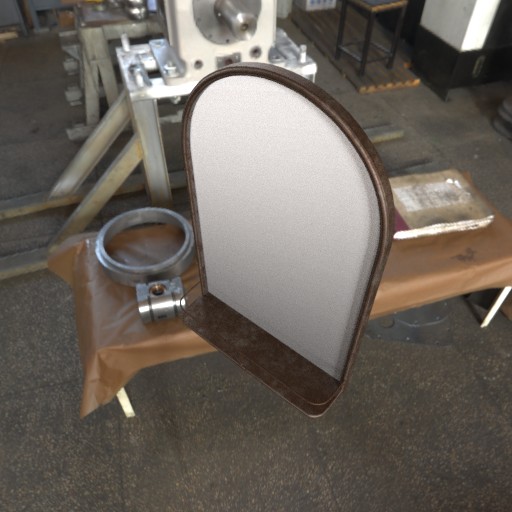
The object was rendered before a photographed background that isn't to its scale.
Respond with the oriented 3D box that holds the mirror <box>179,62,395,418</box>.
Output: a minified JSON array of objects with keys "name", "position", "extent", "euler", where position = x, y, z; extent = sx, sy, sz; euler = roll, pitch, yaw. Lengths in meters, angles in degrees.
[{"name":"mirror","position":[0.000,0.000,0.956],"extent":[0.510,0.770,0.137],"euler":[31,54,26]}]
